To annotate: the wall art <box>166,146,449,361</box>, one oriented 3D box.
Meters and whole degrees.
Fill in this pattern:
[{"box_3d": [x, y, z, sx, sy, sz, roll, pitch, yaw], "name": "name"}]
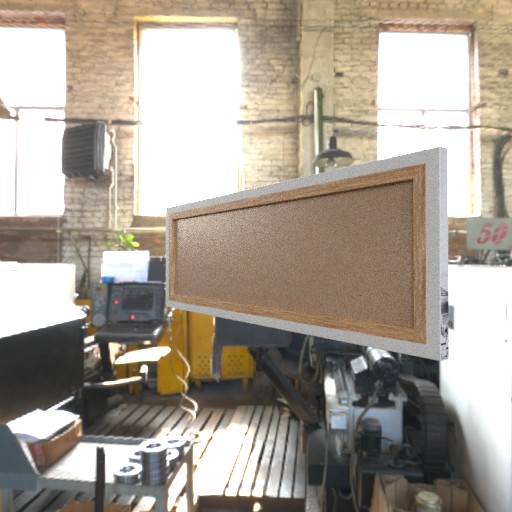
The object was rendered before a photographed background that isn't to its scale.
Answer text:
[{"box_3d": [0.000, 0.000, 1.668, 0.039, 0.507, 1.520, 0, -1, -36], "name": "wall art"}]
